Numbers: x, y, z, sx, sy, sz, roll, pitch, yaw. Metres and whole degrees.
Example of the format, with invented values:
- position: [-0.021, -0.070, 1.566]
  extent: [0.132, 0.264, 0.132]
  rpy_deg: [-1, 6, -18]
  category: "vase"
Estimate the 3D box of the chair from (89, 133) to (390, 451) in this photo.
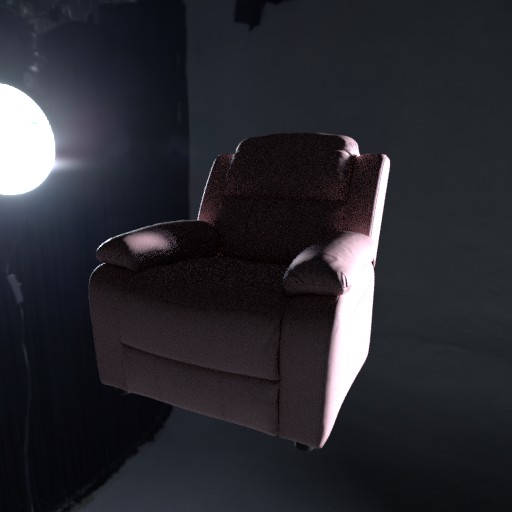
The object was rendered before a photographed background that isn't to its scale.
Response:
- position: [0.000, 0.000, 1.265]
  extent: [0.680, 0.702, 0.709]
  rpy_deg: [6, 14, 26]
  category: "chair"
